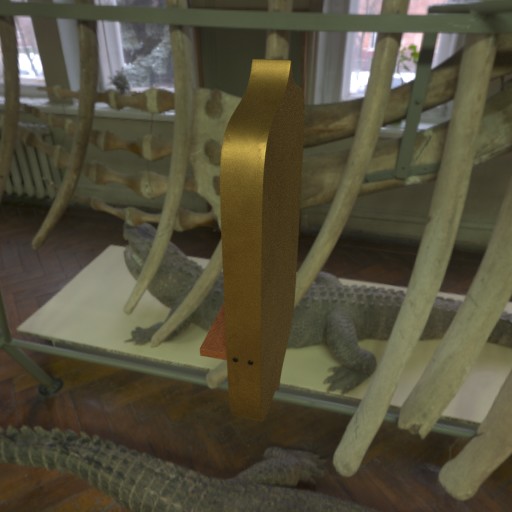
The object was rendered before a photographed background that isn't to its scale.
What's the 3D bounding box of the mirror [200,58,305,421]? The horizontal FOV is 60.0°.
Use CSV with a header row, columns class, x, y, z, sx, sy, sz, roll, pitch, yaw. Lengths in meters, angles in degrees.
class,x,y,z,sx,sy,sz,roll,pitch,yaw
mirror,0.000,0.000,0.749,0.096,0.613,0.323,7,31,12
